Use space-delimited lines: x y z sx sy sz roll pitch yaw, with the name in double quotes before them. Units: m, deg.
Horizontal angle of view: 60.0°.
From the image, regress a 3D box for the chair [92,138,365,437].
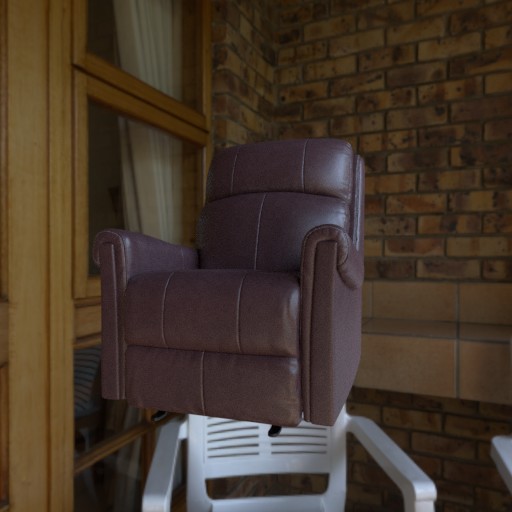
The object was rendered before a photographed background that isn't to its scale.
"chair" 0.000 0.000 1.748 0.838 1.054 1.014 0 0 19
